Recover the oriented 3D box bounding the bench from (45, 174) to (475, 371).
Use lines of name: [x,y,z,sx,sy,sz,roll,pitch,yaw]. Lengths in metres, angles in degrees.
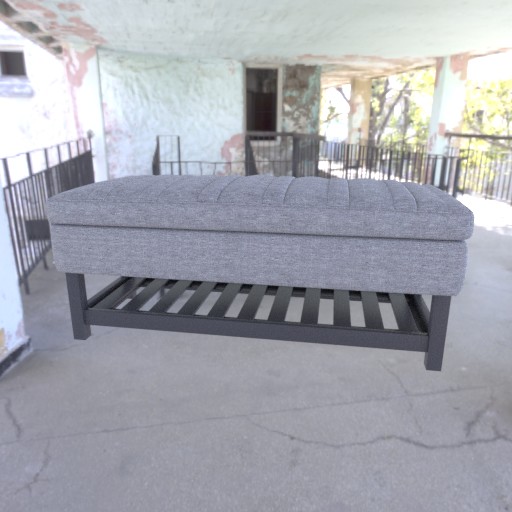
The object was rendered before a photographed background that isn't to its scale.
bench: [0.000,0.000,1.336,1.100,0.470,0.429,3,17,9]
